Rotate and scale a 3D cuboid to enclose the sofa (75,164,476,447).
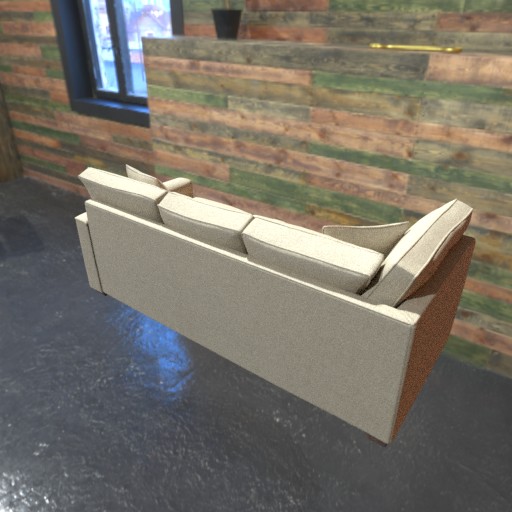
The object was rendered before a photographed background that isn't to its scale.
[{"bbox_3d":[0.000,0.000,2.837,2.323,0.948,1.053,20,35,32],"label":"sofa"}]
